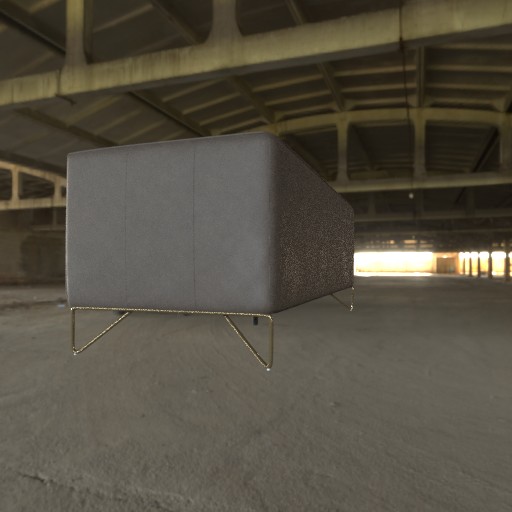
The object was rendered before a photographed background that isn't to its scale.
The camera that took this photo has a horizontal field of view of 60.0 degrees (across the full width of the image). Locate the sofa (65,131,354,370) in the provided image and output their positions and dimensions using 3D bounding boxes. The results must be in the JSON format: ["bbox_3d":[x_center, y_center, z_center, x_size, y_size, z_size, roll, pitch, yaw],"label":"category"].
[{"bbox_3d":[0.000,0.000,2.535,0.867,0.789,2.087,0,-1,20],"label":"sofa"}]
